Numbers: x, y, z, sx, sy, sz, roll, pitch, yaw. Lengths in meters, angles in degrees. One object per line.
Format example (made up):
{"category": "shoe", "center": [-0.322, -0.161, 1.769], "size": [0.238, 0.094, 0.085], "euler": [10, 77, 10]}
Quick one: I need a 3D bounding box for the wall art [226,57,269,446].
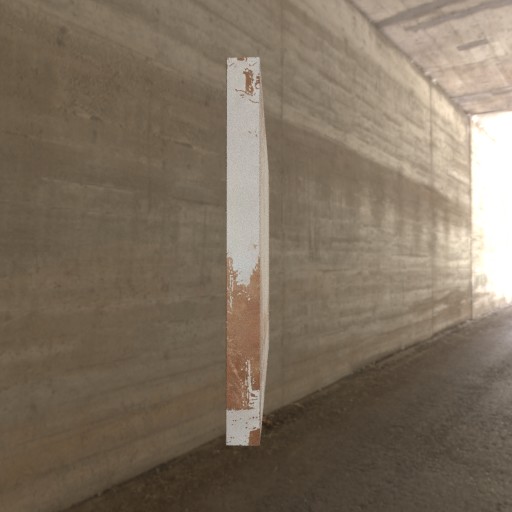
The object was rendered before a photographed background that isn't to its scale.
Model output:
{"category": "wall art", "center": [0.000, 0.000, 0.766], "size": [0.035, 0.405, 0.609], "euler": [0, -1, 3]}
